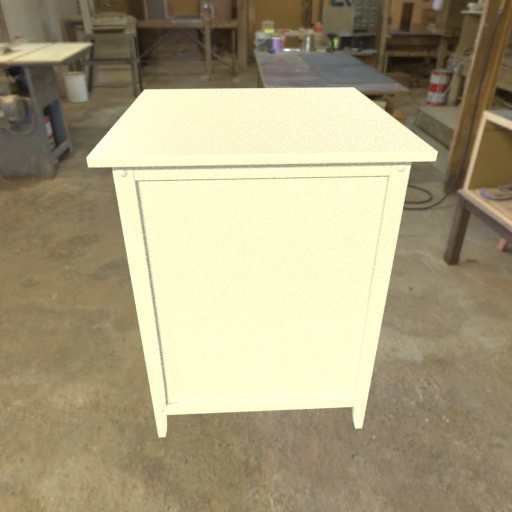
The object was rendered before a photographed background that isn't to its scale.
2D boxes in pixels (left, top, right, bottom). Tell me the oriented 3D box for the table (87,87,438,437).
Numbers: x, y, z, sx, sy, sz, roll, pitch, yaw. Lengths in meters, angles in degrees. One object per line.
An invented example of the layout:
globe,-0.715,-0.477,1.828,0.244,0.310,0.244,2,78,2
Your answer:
table,0.000,0.000,0.765,0.381,0.483,0.381,-2,31,-3
